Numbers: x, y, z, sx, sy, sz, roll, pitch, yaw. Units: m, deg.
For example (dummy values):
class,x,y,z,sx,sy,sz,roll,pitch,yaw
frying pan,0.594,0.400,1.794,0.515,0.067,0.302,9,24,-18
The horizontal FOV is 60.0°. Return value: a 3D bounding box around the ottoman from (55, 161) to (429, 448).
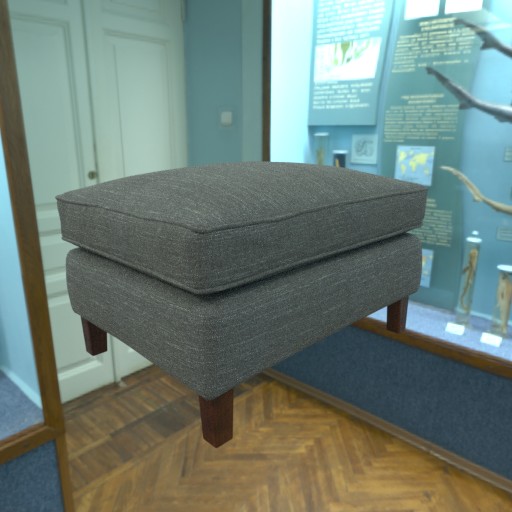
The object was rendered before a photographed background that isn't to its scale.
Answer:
class,x,y,z,sx,sy,sz,roll,pitch,yaw
ottoman,0.000,0.000,0.981,0.686,0.406,0.508,-15,21,-43
